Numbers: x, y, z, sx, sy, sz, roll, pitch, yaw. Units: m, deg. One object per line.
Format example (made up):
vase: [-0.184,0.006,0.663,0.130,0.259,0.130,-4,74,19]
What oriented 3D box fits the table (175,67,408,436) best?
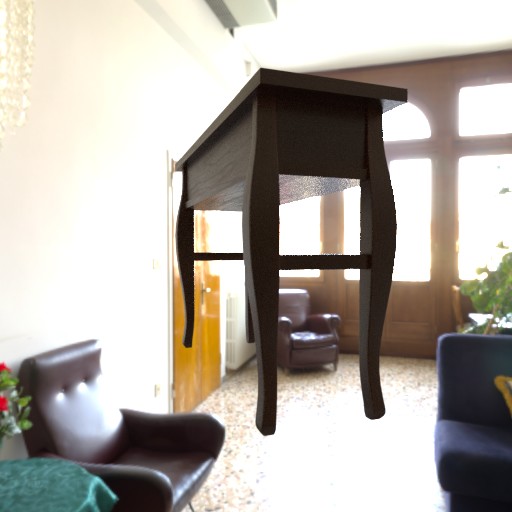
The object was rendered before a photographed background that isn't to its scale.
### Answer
table: [0.000,0.000,1.450,0.373,0.768,1.062,0,1,-19]
